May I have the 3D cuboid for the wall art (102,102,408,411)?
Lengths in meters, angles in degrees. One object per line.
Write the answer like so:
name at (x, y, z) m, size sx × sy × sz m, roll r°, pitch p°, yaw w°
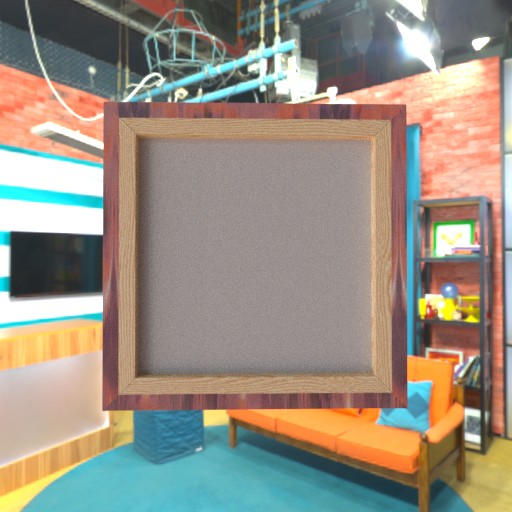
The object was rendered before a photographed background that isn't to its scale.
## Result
wall art at (0.000, 0.000, 0.896) m, size 0.603 × 0.609 × 0.037 m, roll 0°, pitch -1°, yaw -1°
